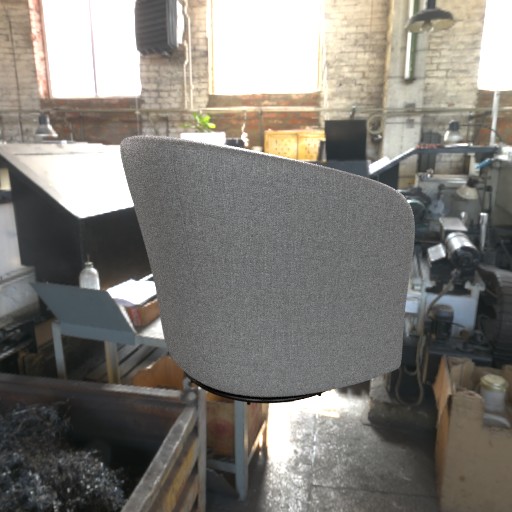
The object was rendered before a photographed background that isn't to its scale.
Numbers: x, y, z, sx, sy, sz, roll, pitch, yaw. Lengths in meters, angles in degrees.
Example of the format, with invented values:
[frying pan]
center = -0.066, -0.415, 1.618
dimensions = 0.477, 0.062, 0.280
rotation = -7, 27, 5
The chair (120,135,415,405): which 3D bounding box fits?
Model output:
[chair]
center = 0.000, 0.000, 1.479
dimensions = 0.815, 0.771, 0.791
rotation = -7, 16, -25
